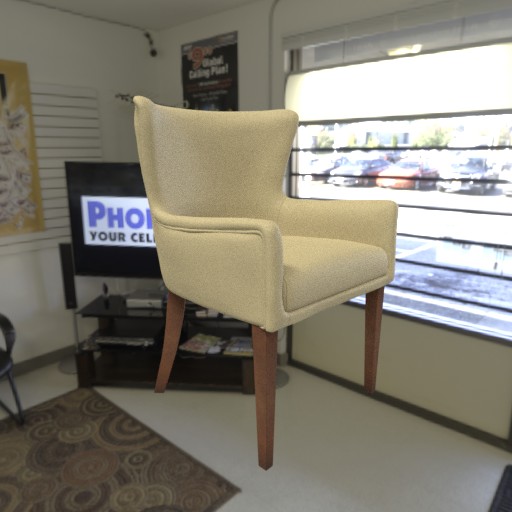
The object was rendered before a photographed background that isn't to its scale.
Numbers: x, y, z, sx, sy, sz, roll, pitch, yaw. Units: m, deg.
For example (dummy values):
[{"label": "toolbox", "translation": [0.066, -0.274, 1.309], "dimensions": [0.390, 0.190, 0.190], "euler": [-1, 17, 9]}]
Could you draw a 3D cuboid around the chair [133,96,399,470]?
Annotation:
[{"label": "chair", "translation": [0.000, 0.000, 1.420], "dimensions": [0.686, 0.952, 0.660], "euler": [13, 18, 43]}]
